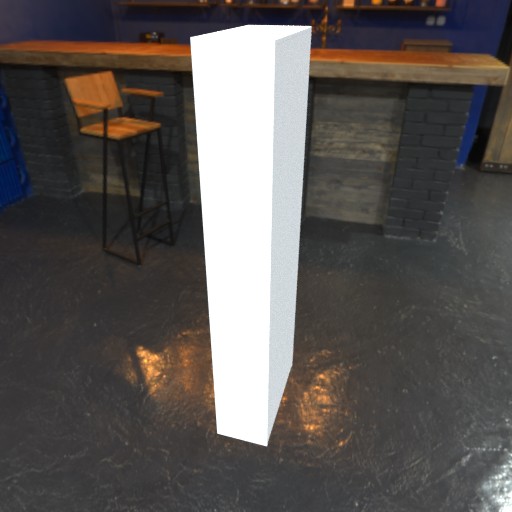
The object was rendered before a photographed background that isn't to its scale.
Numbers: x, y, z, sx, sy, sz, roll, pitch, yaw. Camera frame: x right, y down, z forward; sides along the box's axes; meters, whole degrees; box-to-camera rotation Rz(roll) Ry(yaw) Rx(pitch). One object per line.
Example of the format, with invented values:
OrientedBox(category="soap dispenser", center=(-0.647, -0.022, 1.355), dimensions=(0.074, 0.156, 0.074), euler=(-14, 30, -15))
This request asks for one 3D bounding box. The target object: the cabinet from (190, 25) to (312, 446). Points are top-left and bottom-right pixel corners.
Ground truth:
OrientedBox(category="cabinet", center=(0.000, 0.000, 1.797), dimensions=(0.255, 1.630, 0.520), euler=(9, 32, 14))
